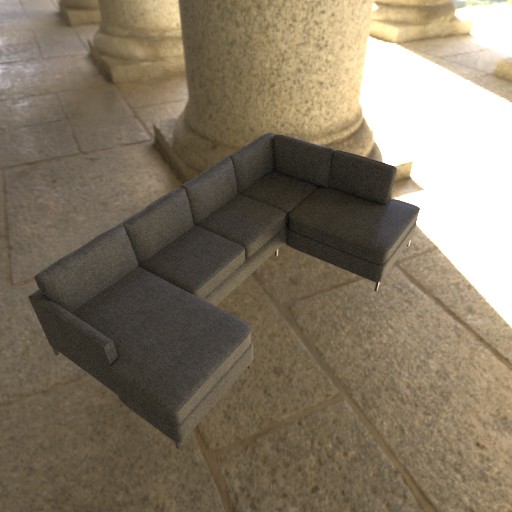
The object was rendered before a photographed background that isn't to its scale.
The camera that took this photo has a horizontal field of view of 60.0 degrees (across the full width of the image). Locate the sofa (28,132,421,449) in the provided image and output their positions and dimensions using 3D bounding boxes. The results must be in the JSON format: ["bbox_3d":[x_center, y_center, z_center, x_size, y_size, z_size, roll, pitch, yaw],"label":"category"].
[{"bbox_3d":[0.000,0.000,4.240,2.048,0.999,3.423,24,45,26],"label":"sofa"}]
